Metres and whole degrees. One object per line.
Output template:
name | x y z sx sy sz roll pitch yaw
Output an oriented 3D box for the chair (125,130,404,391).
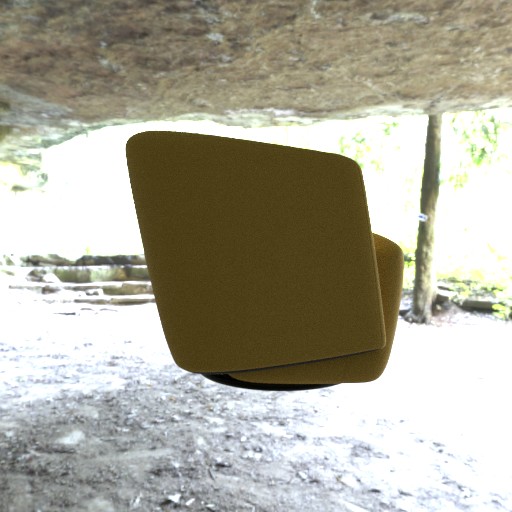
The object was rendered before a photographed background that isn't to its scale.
chair | 0.000 0.000 1.393 0.767 0.698 0.773 0 1 1
